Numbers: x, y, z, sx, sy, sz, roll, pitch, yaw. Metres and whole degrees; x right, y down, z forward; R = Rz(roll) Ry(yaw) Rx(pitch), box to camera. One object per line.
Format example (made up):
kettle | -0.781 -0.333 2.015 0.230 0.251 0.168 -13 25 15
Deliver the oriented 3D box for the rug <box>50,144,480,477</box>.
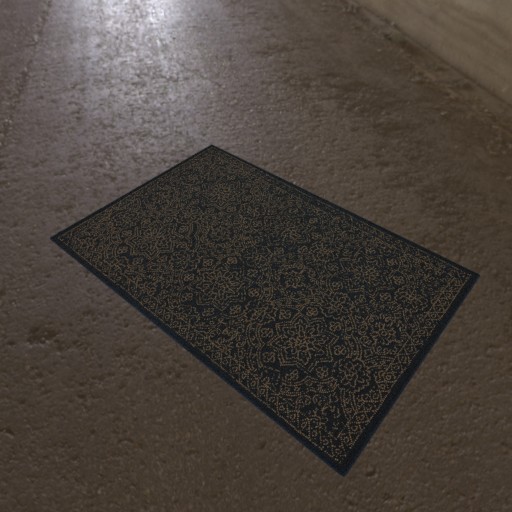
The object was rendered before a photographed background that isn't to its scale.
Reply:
rug | 0.000 0.000 2.242 1.829 0.010 1.219 31 53 27
